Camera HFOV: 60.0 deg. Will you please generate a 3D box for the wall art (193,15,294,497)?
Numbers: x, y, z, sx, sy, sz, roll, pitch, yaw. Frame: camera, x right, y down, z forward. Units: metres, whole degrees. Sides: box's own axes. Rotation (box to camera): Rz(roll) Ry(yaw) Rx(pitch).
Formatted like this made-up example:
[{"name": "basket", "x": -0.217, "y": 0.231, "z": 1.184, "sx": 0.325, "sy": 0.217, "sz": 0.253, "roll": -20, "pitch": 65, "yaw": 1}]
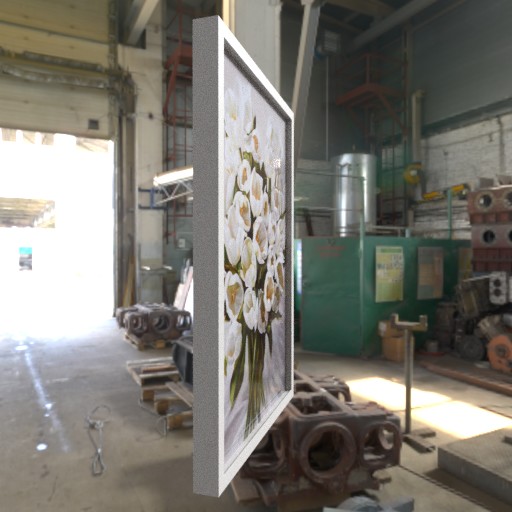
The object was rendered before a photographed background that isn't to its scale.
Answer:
[{"name": "wall art", "x": 0.000, "y": 0.000, "z": 0.536, "sx": 0.025, "sy": 0.428, "sz": 0.293, "roll": 0, "pitch": 1, "yaw": 18}]
